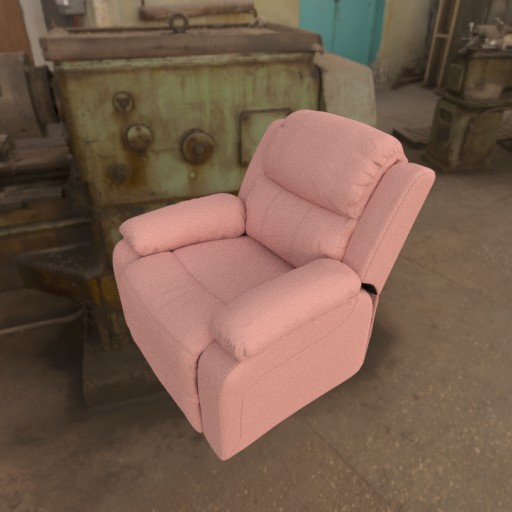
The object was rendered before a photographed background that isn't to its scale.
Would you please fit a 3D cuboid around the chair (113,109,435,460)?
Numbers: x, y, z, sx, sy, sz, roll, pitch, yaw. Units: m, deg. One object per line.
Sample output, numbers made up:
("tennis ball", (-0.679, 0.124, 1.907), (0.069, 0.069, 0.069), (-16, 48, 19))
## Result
("chair", (0.000, 0.000, 1.278), (0.709, 0.702, 0.680), (-20, 37, -29))
